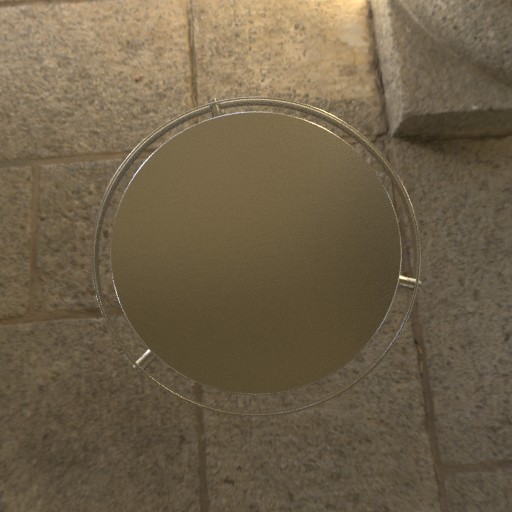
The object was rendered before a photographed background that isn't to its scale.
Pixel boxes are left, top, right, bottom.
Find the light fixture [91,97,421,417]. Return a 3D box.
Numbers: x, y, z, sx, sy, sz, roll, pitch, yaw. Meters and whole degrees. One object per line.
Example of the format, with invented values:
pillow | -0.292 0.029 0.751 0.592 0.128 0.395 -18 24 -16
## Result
light fixture | 0.000 0.000 0.545 0.361 0.130 0.361 0 77 0
